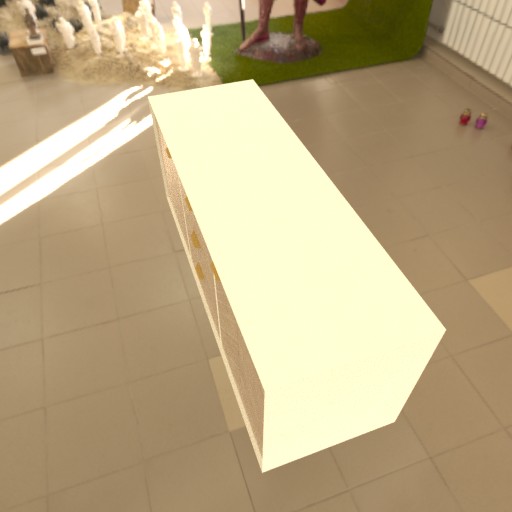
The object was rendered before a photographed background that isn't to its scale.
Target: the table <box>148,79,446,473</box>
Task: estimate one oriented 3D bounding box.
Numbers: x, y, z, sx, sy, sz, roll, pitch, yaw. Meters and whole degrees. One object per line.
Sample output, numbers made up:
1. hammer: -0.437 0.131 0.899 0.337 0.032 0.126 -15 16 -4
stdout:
1. table: 0.000 0.000 1.852 0.508 0.769 1.500 -15 49 -13
